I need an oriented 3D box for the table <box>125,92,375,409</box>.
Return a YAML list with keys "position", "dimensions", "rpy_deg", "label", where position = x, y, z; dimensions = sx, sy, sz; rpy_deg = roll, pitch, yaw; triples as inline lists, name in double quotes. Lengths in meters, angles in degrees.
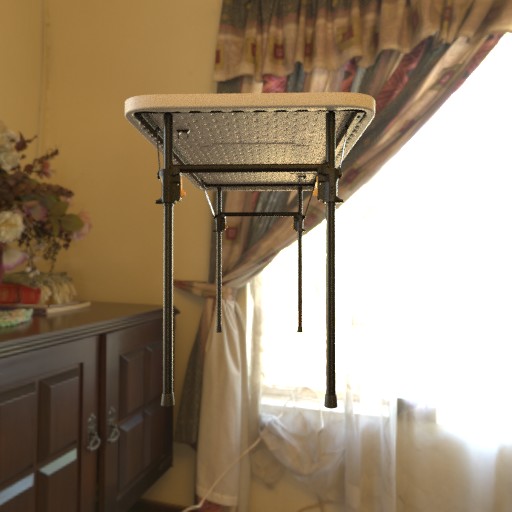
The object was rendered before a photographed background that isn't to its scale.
- position: [0.000, 0.000, 1.608]
  dimensions: [0.610, 0.729, 1.219]
  rpy_deg: [0, -1, 2]
  label: "table"
